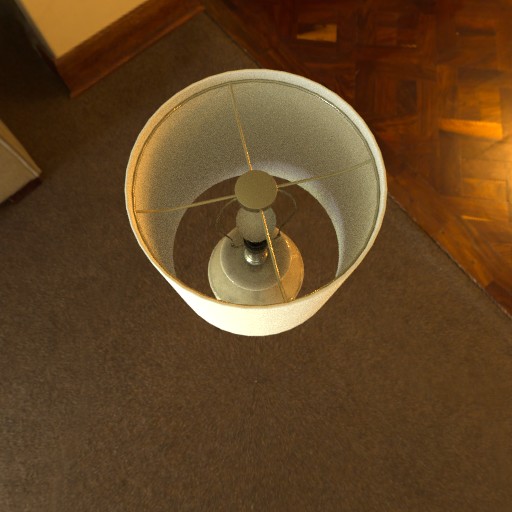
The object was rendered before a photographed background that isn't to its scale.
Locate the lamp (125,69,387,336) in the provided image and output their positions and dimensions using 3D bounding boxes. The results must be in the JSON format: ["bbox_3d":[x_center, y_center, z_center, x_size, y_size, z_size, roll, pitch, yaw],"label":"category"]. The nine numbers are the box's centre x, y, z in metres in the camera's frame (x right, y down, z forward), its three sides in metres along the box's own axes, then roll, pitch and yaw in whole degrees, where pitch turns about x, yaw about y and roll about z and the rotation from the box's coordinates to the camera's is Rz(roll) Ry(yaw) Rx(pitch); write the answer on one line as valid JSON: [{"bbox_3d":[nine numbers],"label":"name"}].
[{"bbox_3d":[0.000,0.000,0.576,0.211,0.455,0.211,1,74,0],"label":"lamp"}]
